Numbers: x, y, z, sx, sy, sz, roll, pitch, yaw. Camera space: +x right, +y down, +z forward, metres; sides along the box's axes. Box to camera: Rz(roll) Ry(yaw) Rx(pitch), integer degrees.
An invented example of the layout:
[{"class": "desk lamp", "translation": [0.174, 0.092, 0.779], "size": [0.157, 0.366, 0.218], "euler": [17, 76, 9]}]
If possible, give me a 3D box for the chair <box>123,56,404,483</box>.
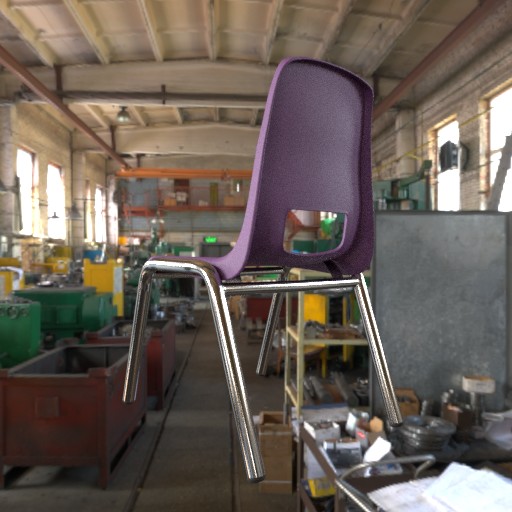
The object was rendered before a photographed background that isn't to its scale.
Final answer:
[{"class": "chair", "translation": [0.000, 0.000, 0.821], "size": [0.356, 0.584, 0.419], "euler": [0, 0, -37]}]
